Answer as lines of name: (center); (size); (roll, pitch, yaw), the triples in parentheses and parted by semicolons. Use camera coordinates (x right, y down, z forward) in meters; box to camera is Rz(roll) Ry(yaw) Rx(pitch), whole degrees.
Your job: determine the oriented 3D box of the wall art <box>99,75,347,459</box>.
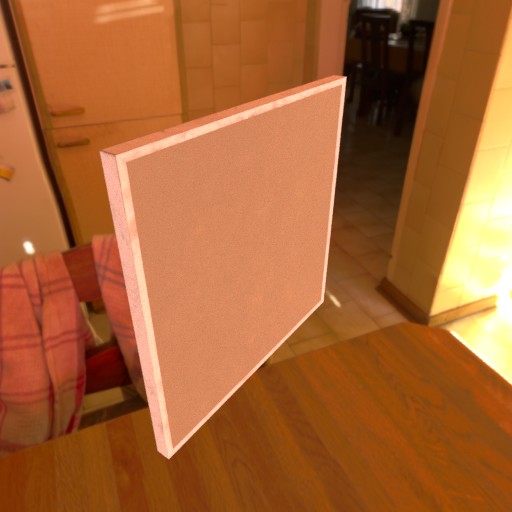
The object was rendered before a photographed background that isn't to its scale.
wall art: (0.000, 0.000, 1.133); (0.038, 0.757, 0.760); (21, 38, 30)
